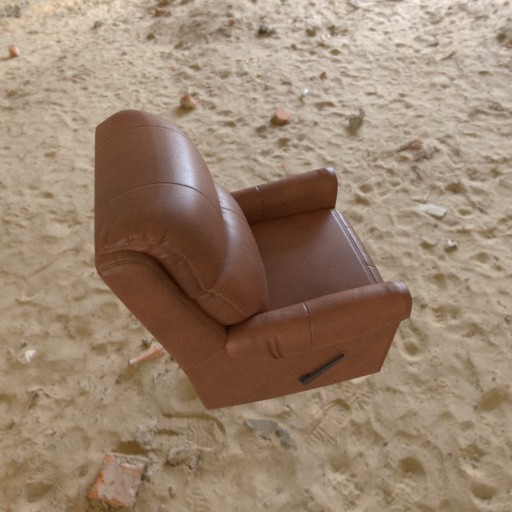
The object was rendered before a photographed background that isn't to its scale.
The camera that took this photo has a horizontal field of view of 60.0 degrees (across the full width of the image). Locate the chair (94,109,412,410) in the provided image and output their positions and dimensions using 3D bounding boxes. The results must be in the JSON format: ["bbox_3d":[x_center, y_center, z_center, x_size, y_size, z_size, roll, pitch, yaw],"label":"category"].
[{"bbox_3d":[0.000,0.000,1.751,1.014,1.054,0.838,-10,47,-10],"label":"chair"}]
